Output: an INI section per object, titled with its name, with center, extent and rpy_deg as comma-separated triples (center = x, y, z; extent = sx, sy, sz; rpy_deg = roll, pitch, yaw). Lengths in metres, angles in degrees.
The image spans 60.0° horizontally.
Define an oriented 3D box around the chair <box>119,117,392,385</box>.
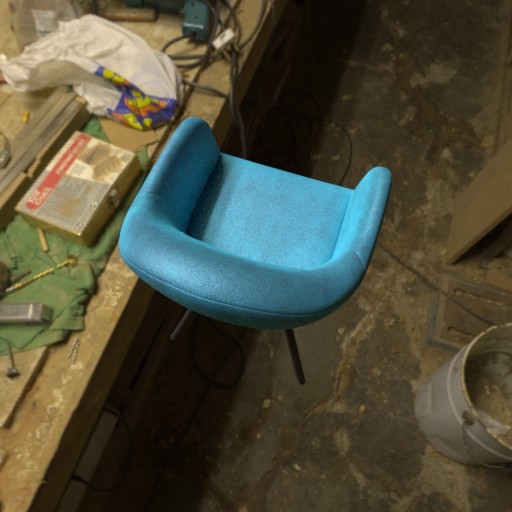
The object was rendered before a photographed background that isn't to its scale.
[chair]
center = 0.000, 0.000, 1.167
extent = 0.540, 0.780, 0.570
rpy_deg = 17, 65, 8
